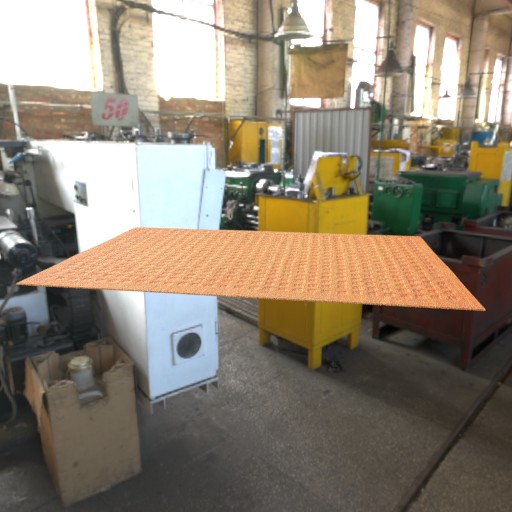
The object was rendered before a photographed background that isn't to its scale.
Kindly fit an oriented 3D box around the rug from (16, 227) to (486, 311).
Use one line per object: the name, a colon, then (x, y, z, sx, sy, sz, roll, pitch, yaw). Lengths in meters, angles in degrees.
rug: (0.000, 0.000, 2.161, 1.747, 0.006, 1.143, 2, 15, 9)
